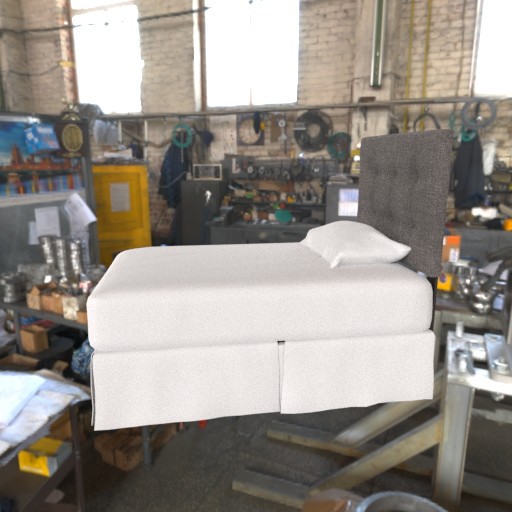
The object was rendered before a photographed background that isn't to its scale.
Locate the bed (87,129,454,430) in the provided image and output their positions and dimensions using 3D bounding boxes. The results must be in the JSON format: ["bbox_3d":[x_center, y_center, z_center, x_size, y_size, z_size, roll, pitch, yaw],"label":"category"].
[{"bbox_3d":[0.000,0.000,2.916,1.997,1.571,1.261,-2,13,-8],"label":"bed"}]
